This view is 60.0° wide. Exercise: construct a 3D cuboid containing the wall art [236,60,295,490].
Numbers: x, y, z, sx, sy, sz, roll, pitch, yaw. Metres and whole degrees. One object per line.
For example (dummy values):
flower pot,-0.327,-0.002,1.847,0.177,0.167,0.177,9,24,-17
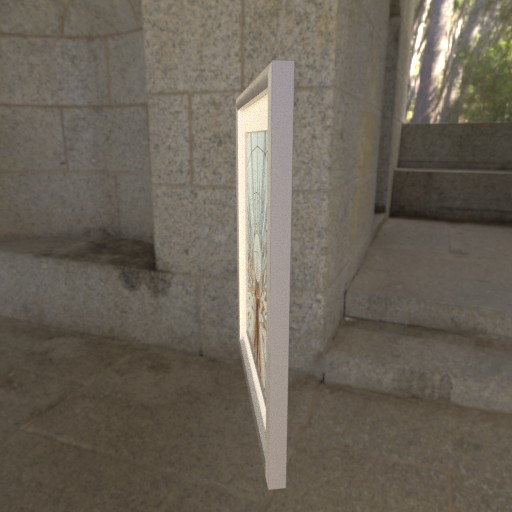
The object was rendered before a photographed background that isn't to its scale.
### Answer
wall art,0.000,0.000,0.771,0.029,0.558,0.458,-2,15,-7
